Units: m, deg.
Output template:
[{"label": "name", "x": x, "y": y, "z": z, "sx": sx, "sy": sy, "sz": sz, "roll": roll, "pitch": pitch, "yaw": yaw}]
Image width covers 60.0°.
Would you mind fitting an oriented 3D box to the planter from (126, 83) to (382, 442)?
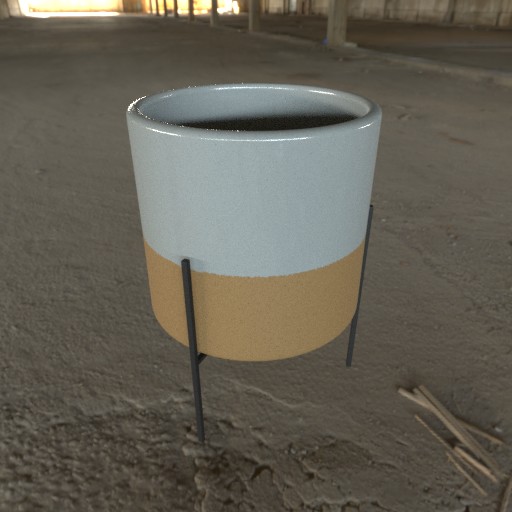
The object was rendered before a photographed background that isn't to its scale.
[{"label": "planter", "x": 0.000, "y": 0.000, "z": 0.644, "sx": 0.310, "sy": 0.432, "sz": 0.310, "roll": -9, "pitch": 31, "yaw": -15}]
